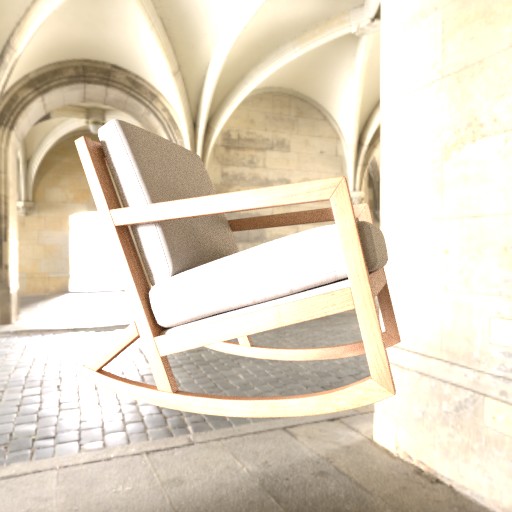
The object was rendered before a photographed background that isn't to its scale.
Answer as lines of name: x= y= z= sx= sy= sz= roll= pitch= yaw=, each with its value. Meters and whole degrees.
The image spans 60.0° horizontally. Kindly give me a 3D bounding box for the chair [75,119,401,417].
chair: x=0.000 y=0.000 z=1.393 sx=0.857 sy=0.790 sz=0.622 roll=0 pitch=1 yaw=19
